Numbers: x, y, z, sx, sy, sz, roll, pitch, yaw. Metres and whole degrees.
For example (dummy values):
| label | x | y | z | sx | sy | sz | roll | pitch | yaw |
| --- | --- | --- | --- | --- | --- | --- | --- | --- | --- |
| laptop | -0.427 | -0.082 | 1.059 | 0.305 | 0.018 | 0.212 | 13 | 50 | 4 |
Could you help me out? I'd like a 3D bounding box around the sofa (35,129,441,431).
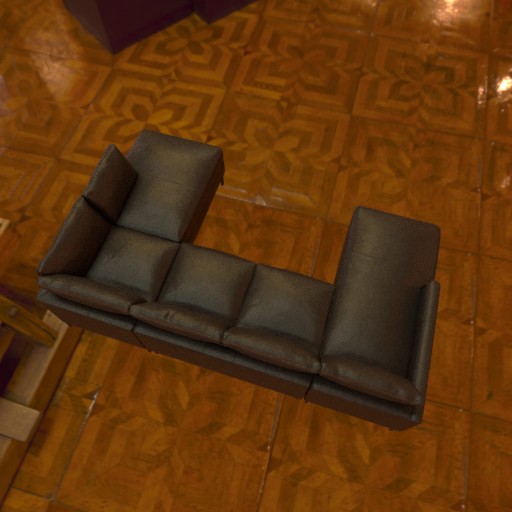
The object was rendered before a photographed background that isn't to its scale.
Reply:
| label | x | y | z | sx | sy | sz | roll | pitch | yaw |
| --- | --- | --- | --- | --- | --- | --- | --- | --- | --- |
| sofa | 0.000 | 0.000 | 3.745 | 2.956 | 0.900 | 1.939 | 16 | 64 | 8 |
